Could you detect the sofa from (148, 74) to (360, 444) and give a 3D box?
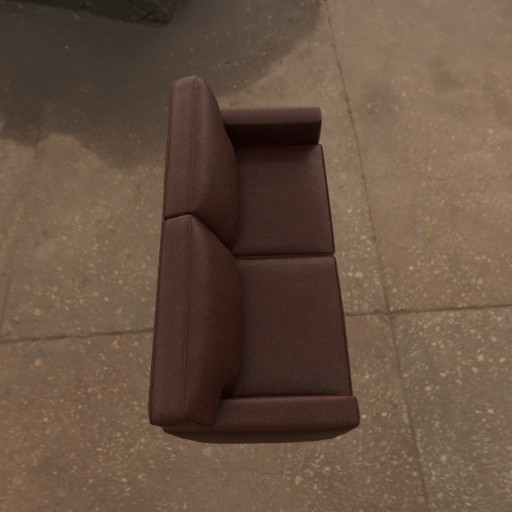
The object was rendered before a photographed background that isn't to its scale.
[{"bbox_3d":[0.000,0.000,2.423,0.912,0.928,1.876,-2,64,-1],"label":"sofa"}]
